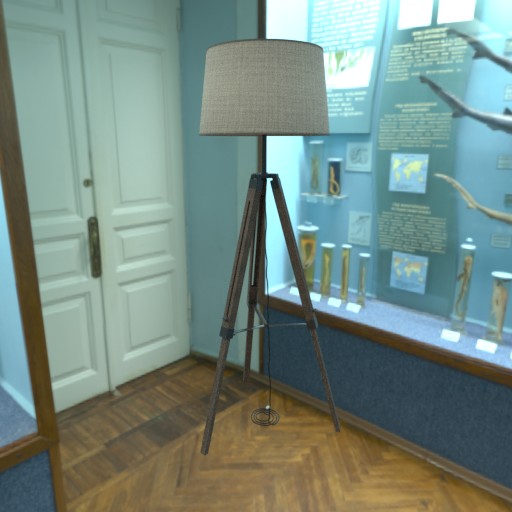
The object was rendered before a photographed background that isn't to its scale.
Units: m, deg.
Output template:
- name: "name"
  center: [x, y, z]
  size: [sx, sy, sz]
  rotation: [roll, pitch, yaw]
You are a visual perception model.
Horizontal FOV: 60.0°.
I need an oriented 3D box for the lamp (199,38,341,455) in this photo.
- name: "lamp"
  center: [0.000, 0.000, 1.759]
  size: [0.604, 1.510, 0.587]
  rotation: [14, 20, 43]
